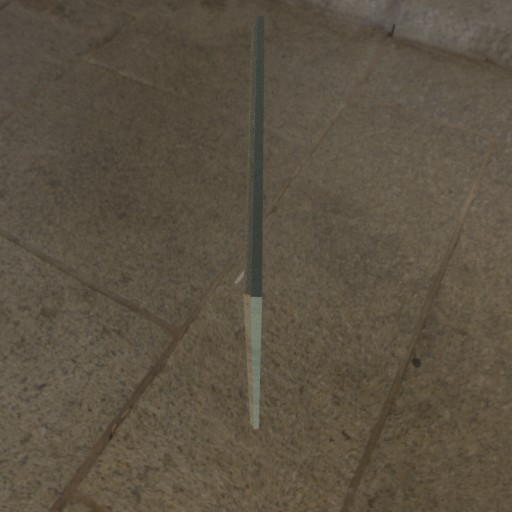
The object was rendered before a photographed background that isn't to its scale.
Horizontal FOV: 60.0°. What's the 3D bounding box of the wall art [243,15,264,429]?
[{"bbox_3d":[0.000,0.000,1.293,0.030,0.983,0.767,1,58,0],"label":"wall art"}]
